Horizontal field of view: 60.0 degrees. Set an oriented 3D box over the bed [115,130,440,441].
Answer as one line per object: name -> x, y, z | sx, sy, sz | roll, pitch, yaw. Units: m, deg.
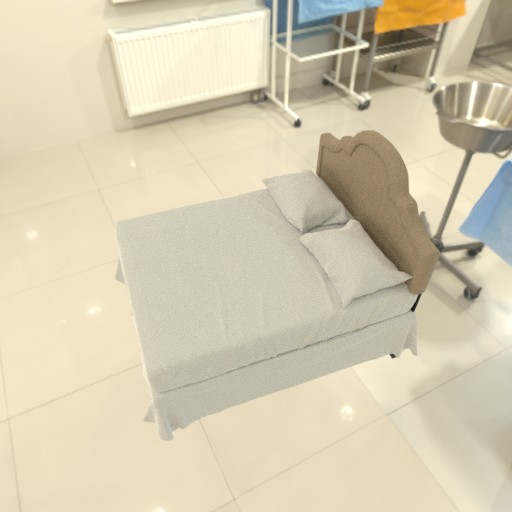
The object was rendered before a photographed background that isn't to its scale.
bed -> 0.000, 0.000, 3.417 | 2.222, 1.634, 1.780 | -15, 47, -14
